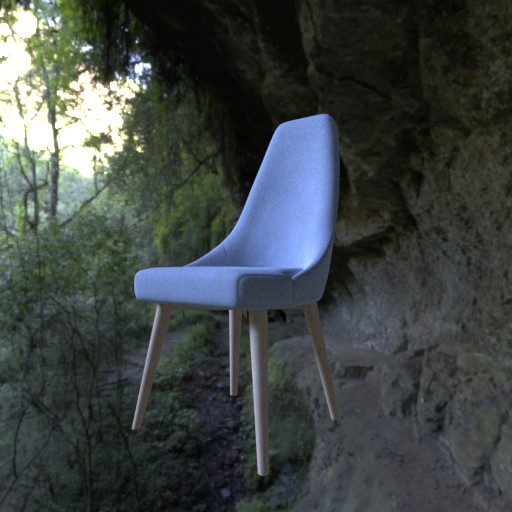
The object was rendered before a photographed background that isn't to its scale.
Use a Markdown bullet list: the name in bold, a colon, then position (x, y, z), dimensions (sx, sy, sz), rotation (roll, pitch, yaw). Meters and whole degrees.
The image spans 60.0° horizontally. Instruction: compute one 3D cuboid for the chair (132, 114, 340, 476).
- **chair**: position (0.000, 0.000, 1.414), dimensions (0.510, 1.040, 0.660), rotation (0, -1, 37)
